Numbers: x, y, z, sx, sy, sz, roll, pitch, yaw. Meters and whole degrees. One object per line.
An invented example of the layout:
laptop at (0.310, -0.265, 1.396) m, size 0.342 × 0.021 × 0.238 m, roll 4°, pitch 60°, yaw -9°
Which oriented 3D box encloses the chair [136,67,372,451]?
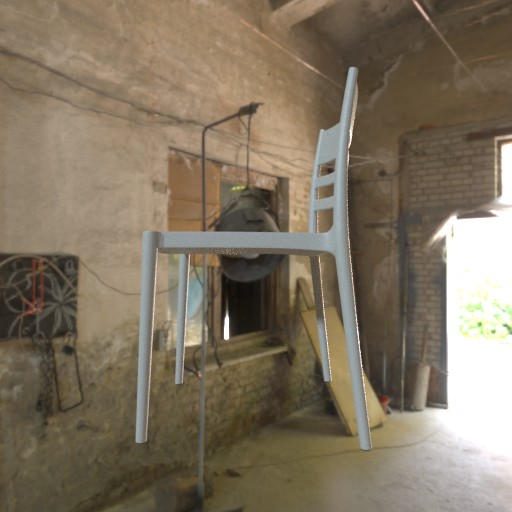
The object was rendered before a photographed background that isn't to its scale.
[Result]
chair at (0.000, 0.000, 1.172) m, size 0.511 × 0.800 × 0.531 m, roll 0°, pitch 0°, yaw 0°
